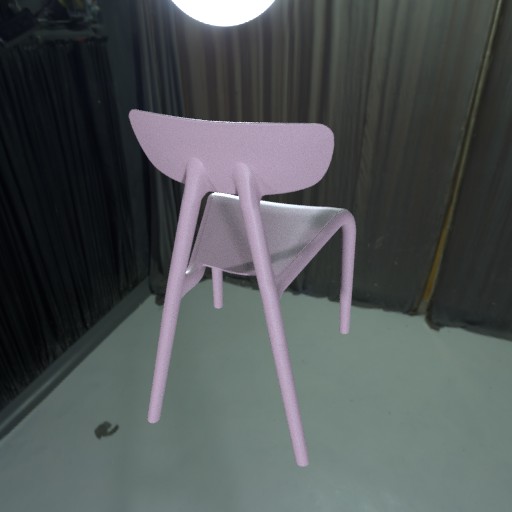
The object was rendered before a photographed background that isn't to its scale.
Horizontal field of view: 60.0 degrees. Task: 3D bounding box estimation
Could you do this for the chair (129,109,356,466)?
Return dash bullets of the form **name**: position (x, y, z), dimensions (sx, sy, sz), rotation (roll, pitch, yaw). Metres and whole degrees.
- **chair**: position (0.000, 0.000, 0.833), dimensions (0.356, 0.580, 0.401), rotation (9, 31, 16)
